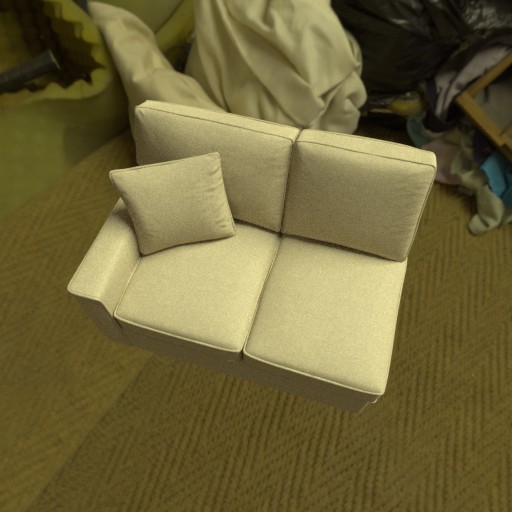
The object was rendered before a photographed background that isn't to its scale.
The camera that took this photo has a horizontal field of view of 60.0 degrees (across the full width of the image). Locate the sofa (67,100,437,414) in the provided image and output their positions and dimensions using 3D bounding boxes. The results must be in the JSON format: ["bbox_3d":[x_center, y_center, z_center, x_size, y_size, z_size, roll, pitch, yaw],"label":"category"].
[{"bbox_3d":[0.000,0.000,2.114,1.388,0.989,0.991,14,60,9],"label":"sofa"}]
